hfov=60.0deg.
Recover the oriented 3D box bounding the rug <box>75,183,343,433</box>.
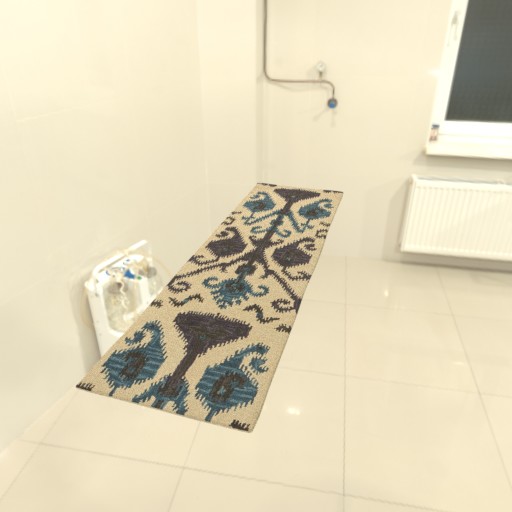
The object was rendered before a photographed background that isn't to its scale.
[{"bbox_3d":[0.000,0.000,2.505,0.692,0.017,2.301,9,30,15],"label":"rug"}]
